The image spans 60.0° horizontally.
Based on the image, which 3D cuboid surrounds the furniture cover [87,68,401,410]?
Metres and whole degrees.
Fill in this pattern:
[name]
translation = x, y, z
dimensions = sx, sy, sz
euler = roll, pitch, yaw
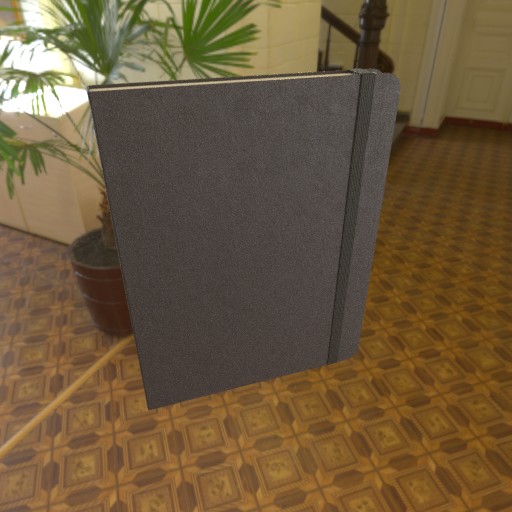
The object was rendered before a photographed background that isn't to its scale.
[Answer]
[furniture cover]
translation = 0.000, 0.000, 0.371
dimensions = 0.216, 0.281, 0.023
euler = -10, 33, -16
